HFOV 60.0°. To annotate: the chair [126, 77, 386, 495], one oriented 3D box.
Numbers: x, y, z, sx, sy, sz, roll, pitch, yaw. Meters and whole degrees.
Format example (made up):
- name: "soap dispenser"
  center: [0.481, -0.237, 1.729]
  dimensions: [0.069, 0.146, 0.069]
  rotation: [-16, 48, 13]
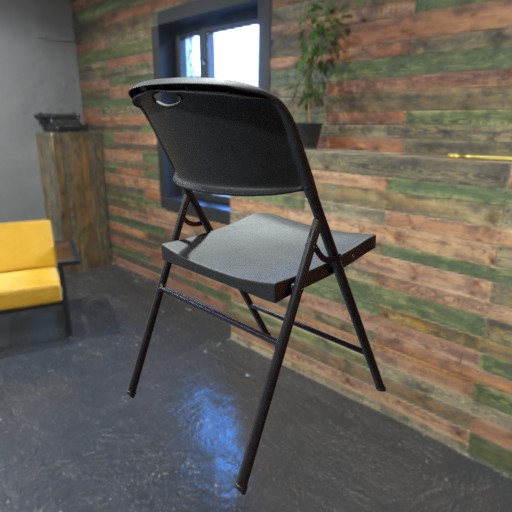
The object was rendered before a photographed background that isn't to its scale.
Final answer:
- name: "chair"
  center: [0.000, 0.000, 1.136]
  dimensions: [0.566, 0.810, 0.494]
  rotation: [-15, 22, -41]
